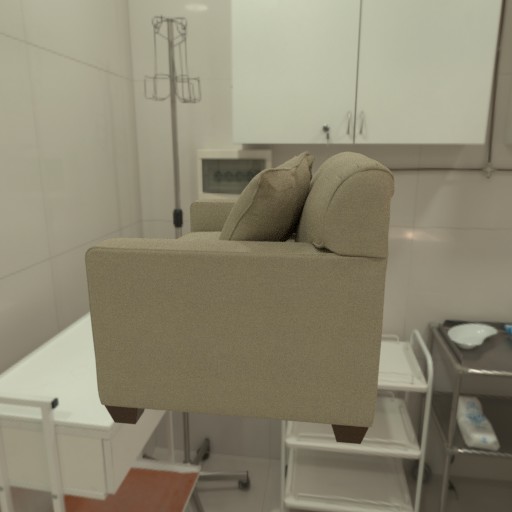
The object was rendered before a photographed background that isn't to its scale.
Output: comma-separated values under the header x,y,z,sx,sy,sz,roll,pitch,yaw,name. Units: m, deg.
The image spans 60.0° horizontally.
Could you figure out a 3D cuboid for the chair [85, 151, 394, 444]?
x,y,z,sx,sy,sz,roll,pitch,yaw,name
0.000,0.000,2.049,1.000,0.948,1.383,2,14,8,chair
